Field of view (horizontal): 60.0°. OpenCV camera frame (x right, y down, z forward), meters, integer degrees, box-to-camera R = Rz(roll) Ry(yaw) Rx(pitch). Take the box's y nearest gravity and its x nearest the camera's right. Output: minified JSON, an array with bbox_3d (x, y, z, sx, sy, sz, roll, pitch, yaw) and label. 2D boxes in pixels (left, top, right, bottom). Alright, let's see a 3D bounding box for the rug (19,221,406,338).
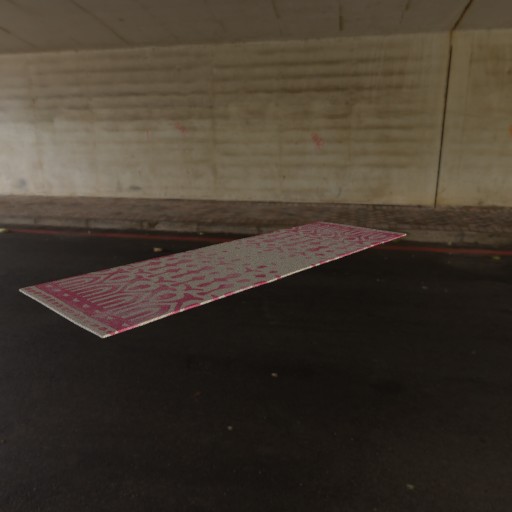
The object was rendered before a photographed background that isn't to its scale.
[{"bbox_3d":[0.000,0.000,2.709,0.787,0.011,2.458,14,20,42],"label":"rug"}]
